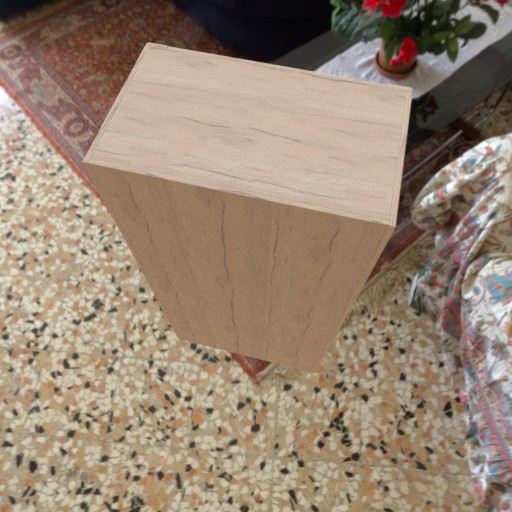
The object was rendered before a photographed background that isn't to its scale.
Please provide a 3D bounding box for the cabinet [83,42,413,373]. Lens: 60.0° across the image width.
[{"bbox_3d":[0.000,0.000,2.324,0.980,1.930,0.580,13,64,6],"label":"cabinet"}]
